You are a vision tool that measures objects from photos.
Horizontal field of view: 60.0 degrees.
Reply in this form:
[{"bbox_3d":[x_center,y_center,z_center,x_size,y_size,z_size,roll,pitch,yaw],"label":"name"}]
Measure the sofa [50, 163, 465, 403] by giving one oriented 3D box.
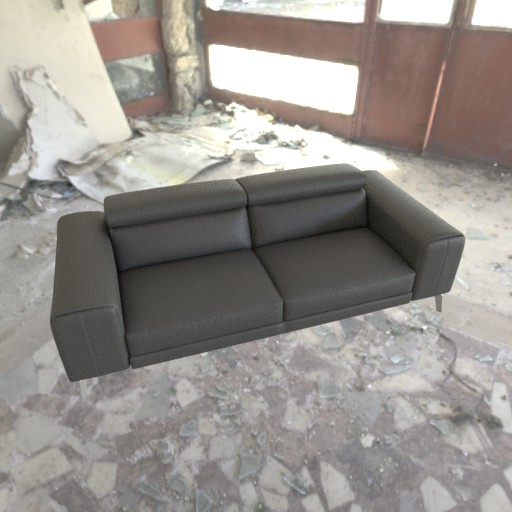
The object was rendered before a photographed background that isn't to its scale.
[{"bbox_3d":[0.000,0.000,2.805,2.321,0.759,1.023,-11,36,-15],"label":"sofa"}]
